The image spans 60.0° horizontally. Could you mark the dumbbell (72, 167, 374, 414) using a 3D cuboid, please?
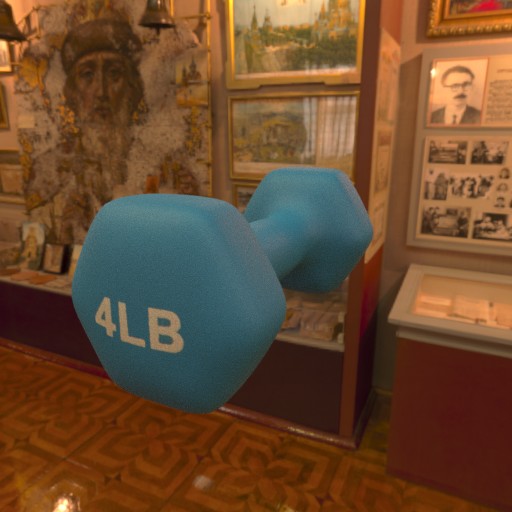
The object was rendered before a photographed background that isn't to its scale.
[{"bbox_3d":[0.000,0.000,0.191,0.074,0.066,0.152,8,18,26],"label":"dumbbell"}]
